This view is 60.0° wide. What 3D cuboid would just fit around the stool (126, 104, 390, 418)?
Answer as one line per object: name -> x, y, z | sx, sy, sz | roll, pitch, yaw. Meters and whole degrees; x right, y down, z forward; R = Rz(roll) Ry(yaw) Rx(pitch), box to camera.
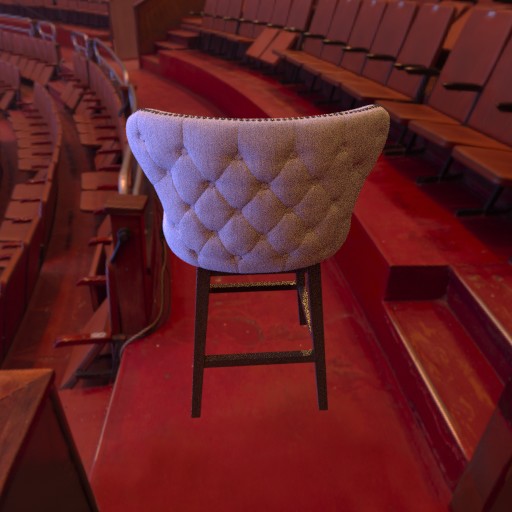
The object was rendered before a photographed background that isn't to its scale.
stool -> 0.000, 0.000, 1.363 | 0.615, 0.972, 0.597 | -2, 31, -3
